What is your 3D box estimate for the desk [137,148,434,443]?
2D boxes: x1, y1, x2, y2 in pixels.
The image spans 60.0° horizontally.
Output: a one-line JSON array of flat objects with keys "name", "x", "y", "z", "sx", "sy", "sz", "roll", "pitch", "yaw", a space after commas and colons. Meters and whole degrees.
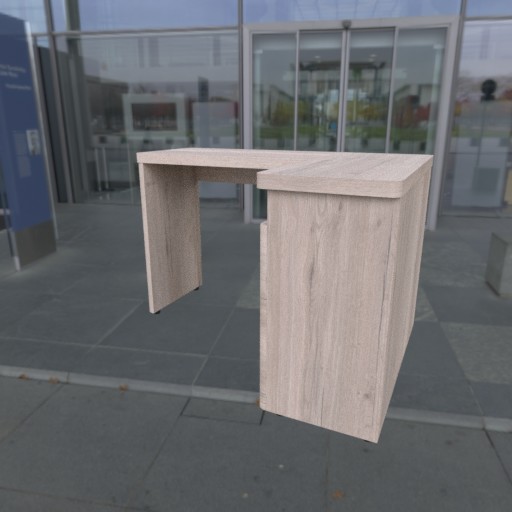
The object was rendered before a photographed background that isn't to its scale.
[{"name": "desk", "x": 0.000, "y": 0.000, "z": 1.756, "sx": 1.169, "sy": 0.760, "sz": 0.900, "roll": 8, "pitch": 19, "yaw": 24}]
